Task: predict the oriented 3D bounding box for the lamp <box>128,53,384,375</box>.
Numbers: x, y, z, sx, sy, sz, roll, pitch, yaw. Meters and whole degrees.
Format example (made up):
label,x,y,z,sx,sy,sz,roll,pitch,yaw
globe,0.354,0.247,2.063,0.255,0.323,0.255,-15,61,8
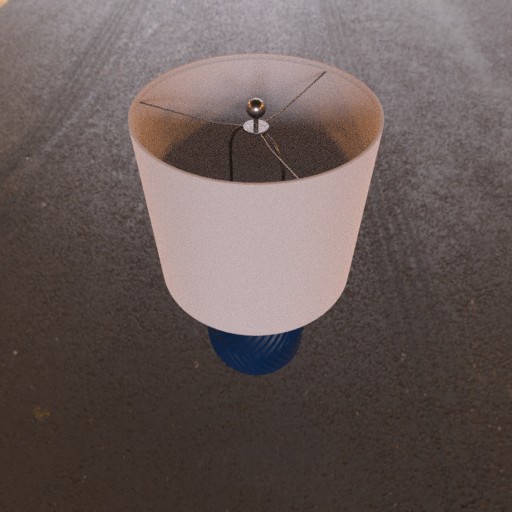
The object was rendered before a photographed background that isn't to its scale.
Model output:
label,x,y,z,sx,sy,sz,roll,pitch,yaw
lamp,0.000,0.000,0.488,0.203,0.368,0.203,32,55,26
